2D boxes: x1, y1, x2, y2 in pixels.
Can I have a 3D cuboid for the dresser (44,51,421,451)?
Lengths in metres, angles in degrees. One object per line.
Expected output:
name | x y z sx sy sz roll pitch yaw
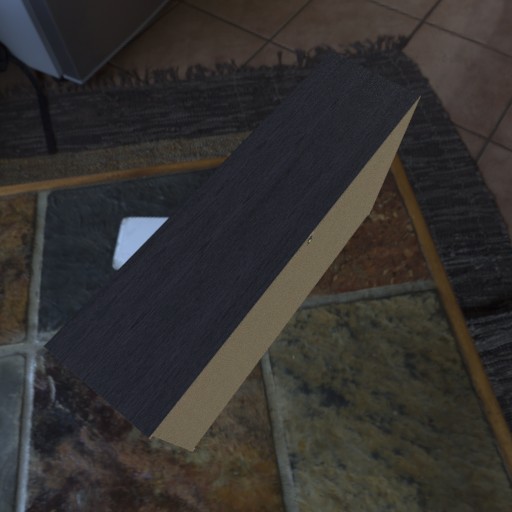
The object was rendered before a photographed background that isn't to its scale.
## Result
dresser | 0.000 0.000 1.664 0.401 0.755 1.360 34 68 15
